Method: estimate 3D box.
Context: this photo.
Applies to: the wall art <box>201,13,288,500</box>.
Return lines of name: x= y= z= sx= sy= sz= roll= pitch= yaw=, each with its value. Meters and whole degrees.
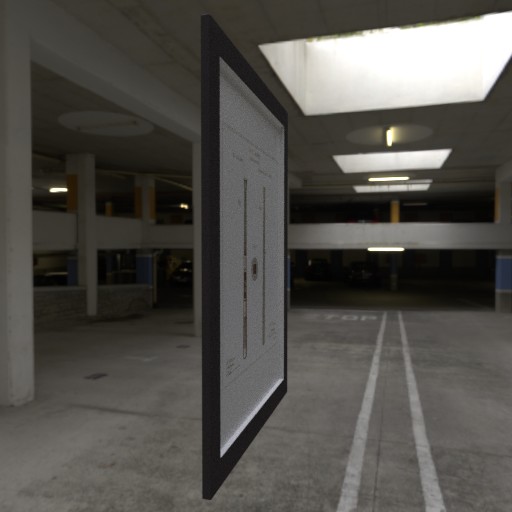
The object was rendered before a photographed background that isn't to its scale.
wall art: x=0.000 y=0.000 z=0.661 sx=0.012 sy=0.529 sz=0.374 roll=0 pitch=2 yaw=17
